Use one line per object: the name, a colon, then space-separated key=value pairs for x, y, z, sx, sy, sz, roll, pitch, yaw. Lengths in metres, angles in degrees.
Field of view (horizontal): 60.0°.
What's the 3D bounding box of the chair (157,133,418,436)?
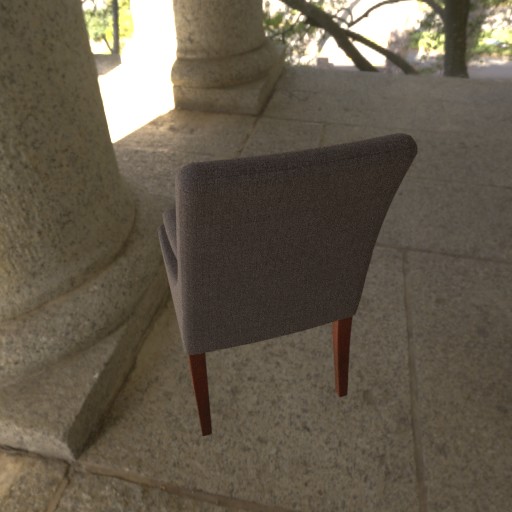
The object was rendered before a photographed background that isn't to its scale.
chair: x=0.000 y=0.000 z=1.289 sx=0.508 sy=0.952 sz=0.655 roll=-11 pitch=41 yaw=-13
